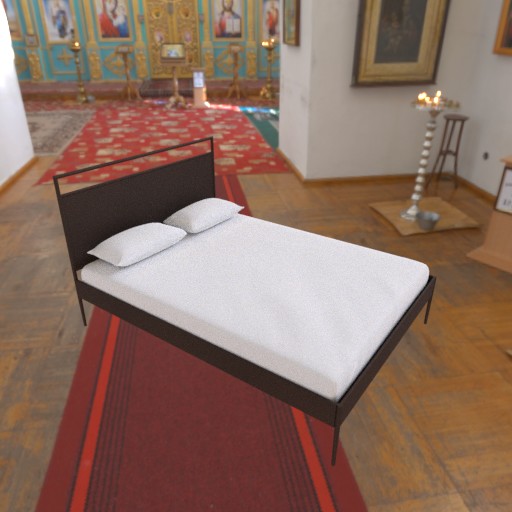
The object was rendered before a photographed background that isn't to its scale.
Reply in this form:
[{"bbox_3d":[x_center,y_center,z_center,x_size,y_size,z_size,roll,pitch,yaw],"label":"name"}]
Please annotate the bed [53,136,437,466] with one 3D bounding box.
[{"bbox_3d":[0.000,0.000,3.139,2.122,1.173,1.572,18,31,32],"label":"bed"}]
